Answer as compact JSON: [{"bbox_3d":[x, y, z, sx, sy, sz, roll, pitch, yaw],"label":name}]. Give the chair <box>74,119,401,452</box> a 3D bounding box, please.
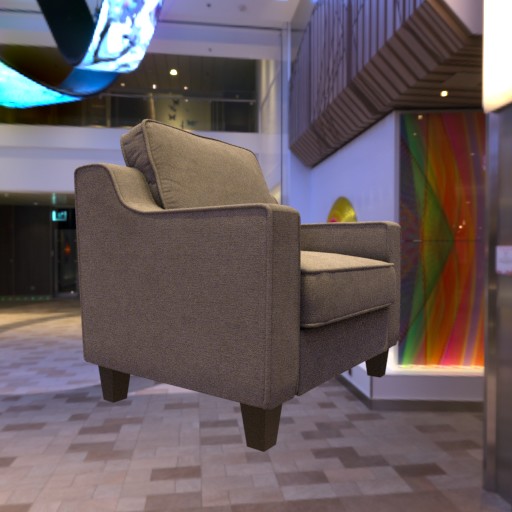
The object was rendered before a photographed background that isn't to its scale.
[{"bbox_3d":[0.000,0.000,1.606,0.840,0.944,0.926,1,1,36],"label":"chair"}]
